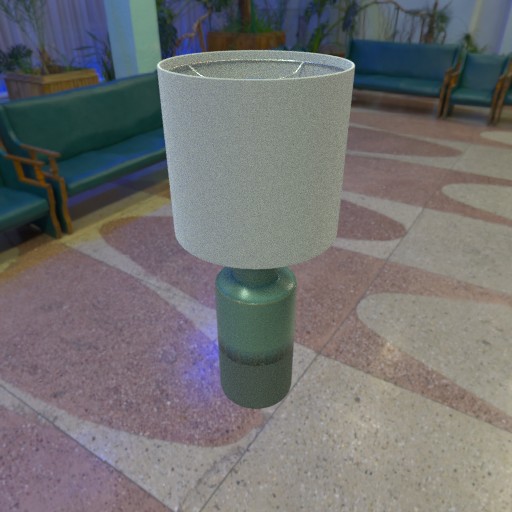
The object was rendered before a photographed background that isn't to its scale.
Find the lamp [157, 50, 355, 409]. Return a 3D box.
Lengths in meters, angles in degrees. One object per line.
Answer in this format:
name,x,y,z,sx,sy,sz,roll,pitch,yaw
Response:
lamp,0.000,0.000,0.610,0.212,0.493,0.212,21,37,30
